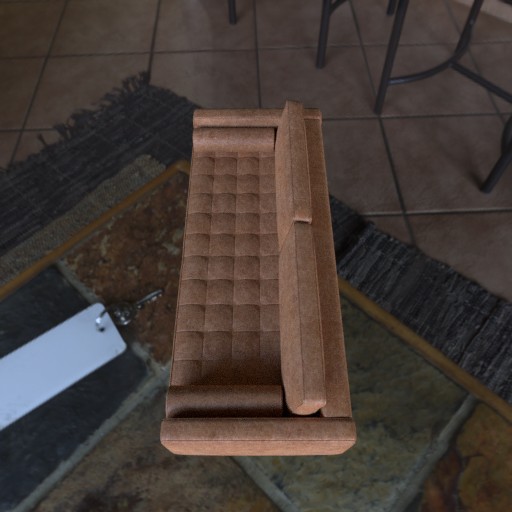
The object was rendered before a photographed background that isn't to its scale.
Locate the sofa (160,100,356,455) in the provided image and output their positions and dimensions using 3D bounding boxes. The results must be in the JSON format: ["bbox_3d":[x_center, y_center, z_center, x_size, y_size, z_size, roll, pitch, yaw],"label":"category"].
[{"bbox_3d":[0.000,0.000,2.705,0.919,0.770,2.200,0,59,0],"label":"sofa"}]
